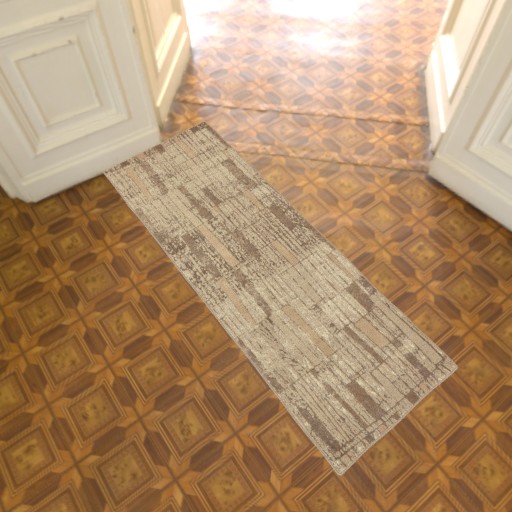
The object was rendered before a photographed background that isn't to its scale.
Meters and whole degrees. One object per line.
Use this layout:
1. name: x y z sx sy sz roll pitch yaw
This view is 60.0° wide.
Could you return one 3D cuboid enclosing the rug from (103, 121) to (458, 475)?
1. rug: 0.000 0.000 2.687 0.857 0.018 2.383 -33 63 -19
